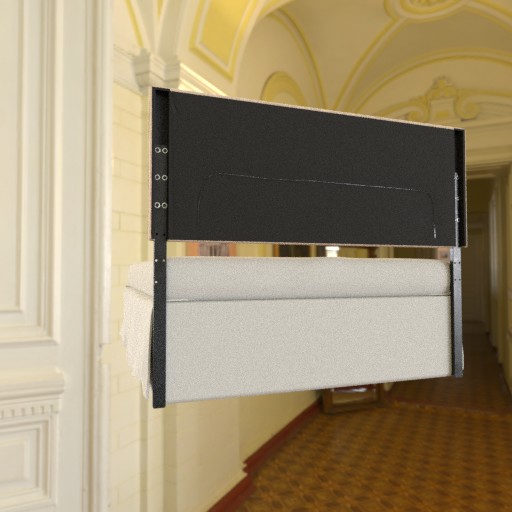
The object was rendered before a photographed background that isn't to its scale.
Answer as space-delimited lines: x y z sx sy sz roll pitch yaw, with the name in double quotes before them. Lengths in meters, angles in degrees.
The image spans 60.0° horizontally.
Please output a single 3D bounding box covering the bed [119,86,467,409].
"bed" 0.000 0.000 2.910 1.643 1.270 1.978 1 -2 -20
